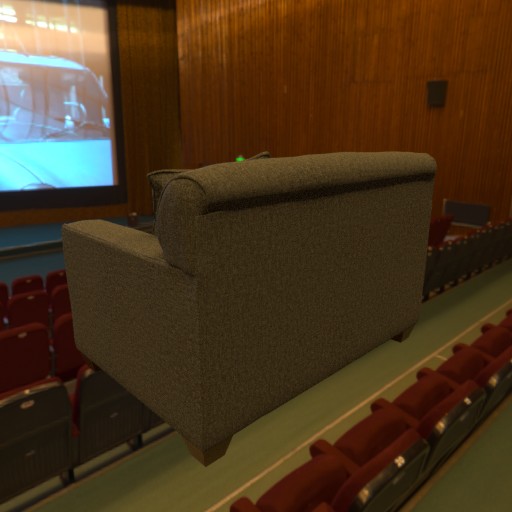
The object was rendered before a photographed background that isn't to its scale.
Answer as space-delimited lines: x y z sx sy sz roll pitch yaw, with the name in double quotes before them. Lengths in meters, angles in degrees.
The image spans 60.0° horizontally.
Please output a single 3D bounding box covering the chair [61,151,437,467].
"chair" 0.000 0.000 2.007 1.383 0.948 1.000 -15 22 -42
